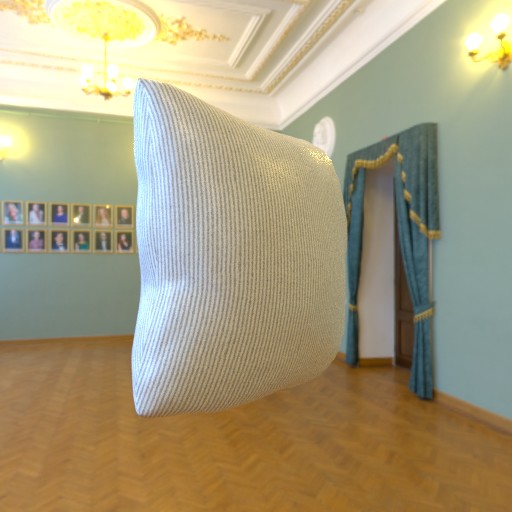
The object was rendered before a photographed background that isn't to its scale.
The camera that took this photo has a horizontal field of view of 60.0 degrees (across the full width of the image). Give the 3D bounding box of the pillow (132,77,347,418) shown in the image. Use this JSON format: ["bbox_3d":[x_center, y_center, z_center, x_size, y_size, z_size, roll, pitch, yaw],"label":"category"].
[{"bbox_3d":[0.000,0.000,0.700,0.387,0.432,0.310,0,-1,-19],"label":"pillow"}]
